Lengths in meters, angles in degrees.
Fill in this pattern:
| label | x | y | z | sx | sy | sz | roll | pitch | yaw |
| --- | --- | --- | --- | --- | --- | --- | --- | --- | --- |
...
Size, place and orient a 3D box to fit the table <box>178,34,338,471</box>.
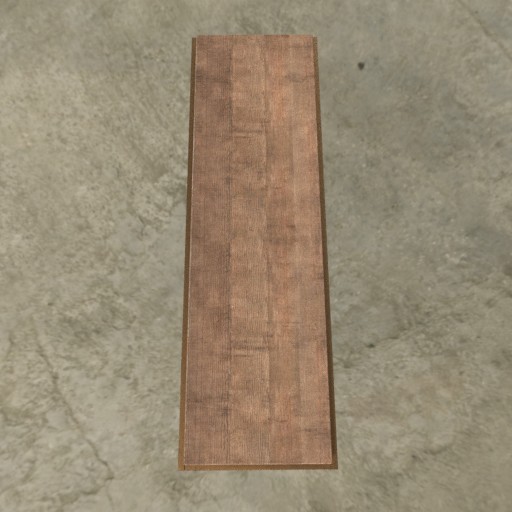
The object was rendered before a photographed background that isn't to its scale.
| label | x | y | z | sx | sy | sz | roll | pitch | yaw |
| --- | --- | --- | --- | --- | --- | --- | --- | --- | --- |
| table | 0.000 | 0.000 | 1.748 | 0.440 | 0.820 | 1.400 | 0 | 76 | 0 |
